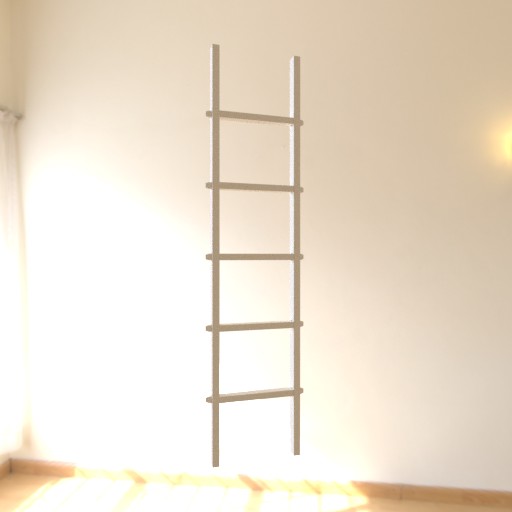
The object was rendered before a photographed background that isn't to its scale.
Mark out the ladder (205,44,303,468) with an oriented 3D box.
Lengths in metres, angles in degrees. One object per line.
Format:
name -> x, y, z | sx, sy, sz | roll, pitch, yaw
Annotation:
ladder -> 0.000, 0.000, 1.962 | 0.452, 1.797, 0.051 | 0, 0, -17
